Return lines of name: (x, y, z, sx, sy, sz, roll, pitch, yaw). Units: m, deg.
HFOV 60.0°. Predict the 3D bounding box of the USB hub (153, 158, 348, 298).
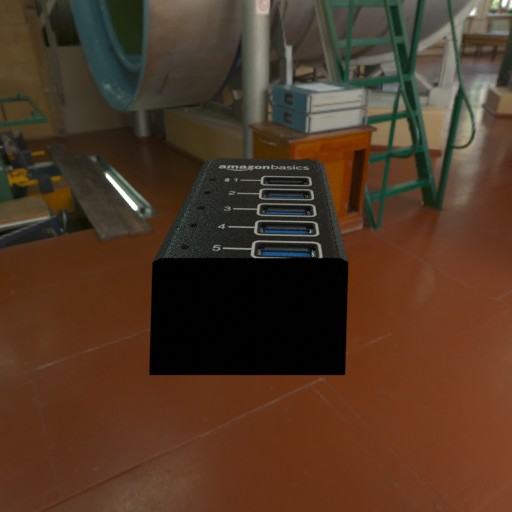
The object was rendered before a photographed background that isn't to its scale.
USB hub: (0.000, 0.000, 0.124, 0.044, 0.023, 0.110, 2, 29, 3)
